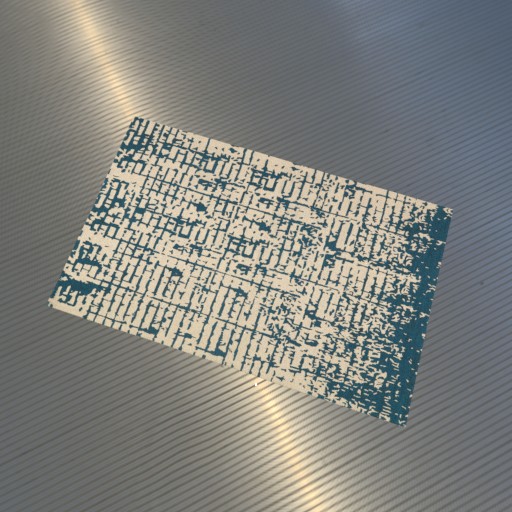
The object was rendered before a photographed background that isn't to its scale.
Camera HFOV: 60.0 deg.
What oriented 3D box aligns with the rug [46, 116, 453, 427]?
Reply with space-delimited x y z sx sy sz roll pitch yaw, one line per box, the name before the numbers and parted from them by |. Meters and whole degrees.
rug | 0.000 0.000 3.036 2.435 0.011 1.517 17 75 5
